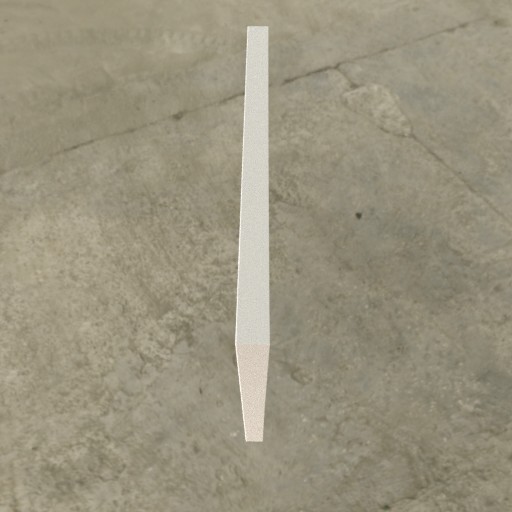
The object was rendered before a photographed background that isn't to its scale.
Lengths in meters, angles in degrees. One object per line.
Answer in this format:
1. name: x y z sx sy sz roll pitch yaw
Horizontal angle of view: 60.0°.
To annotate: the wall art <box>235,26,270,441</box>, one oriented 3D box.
1. wall art: 0.000 0.000 0.907 0.038 0.610 0.610 1 58 0
